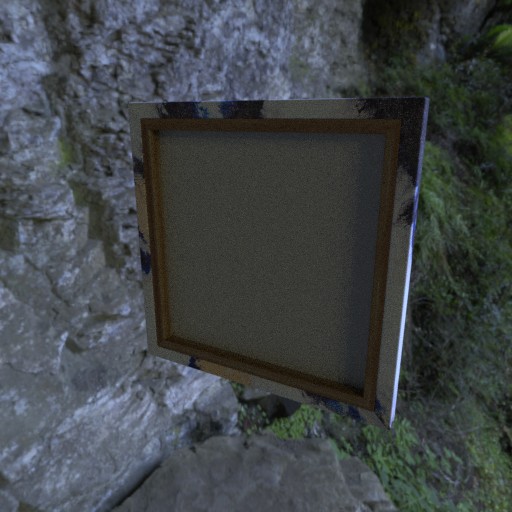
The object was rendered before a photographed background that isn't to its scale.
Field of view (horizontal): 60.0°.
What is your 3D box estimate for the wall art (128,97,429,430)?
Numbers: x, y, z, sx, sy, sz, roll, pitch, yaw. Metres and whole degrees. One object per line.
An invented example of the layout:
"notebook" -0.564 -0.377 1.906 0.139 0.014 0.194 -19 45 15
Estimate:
"wall art" 0.000 0.000 0.919 0.609 0.609 0.039 9 20 27
